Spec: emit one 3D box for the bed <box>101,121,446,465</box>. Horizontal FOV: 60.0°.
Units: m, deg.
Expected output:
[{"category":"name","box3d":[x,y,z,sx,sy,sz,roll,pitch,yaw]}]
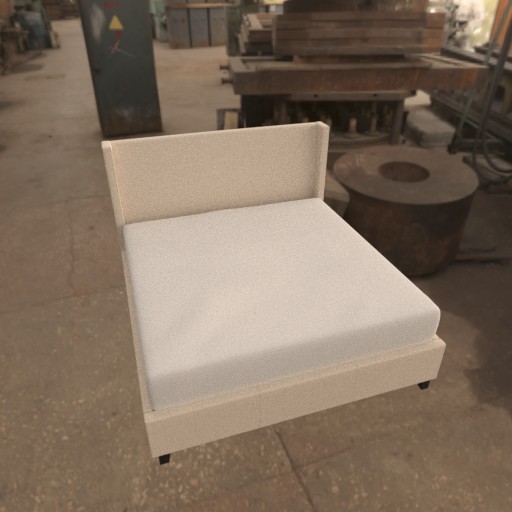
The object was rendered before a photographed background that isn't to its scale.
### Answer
[{"category":"bed","box3d":[0.000,0.000,3.662,2.145,1.471,2.293,-10,33,-15]}]
